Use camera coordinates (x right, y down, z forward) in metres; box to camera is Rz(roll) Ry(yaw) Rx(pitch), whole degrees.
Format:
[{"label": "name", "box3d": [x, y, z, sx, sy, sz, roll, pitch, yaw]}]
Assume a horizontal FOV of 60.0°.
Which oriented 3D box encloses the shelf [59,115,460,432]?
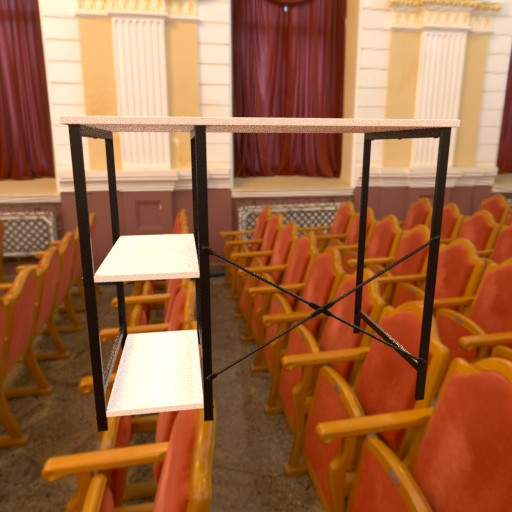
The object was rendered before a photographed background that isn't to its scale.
[{"label": "shelf", "box3d": [0.000, 0.000, 1.309, 0.902, 0.750, 0.498, -2, 14, -9]}]
